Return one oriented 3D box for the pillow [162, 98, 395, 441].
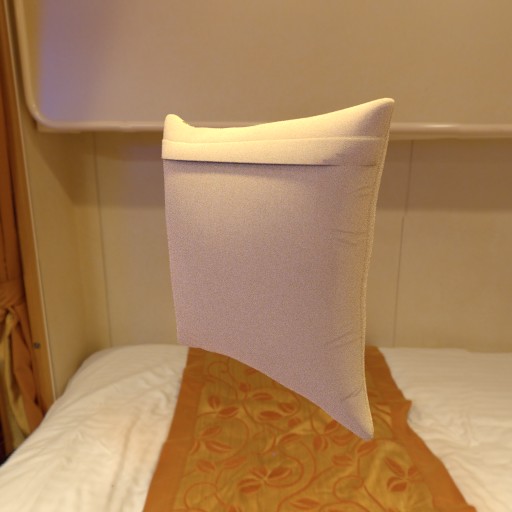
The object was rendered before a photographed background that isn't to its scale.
[{"bbox_3d":[0.000,0.000,0.638,0.405,0.406,0.173,14,20,43],"label":"pillow"}]
